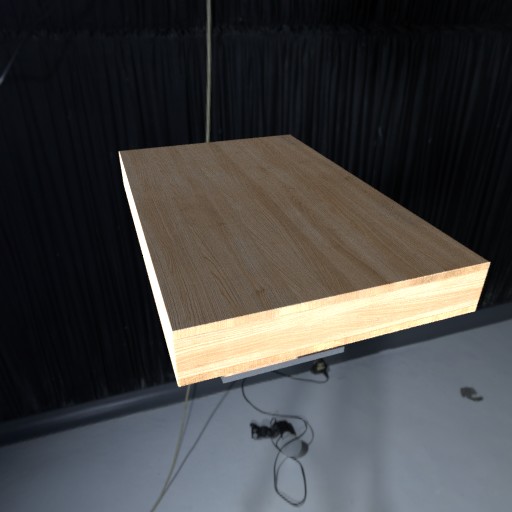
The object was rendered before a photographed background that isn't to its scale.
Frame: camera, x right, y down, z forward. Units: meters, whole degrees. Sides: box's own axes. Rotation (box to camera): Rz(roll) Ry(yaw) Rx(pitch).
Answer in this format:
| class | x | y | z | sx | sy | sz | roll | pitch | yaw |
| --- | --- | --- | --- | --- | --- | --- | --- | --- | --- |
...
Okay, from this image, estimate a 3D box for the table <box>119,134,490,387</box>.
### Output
| class | x | y | z | sx | sy | sz | roll | pitch | yaw |
| --- | --- | --- | --- | --- | --- | --- | --- | --- | --- |
| table | 0.000 | 0.000 | 1.426 | 0.700 | 0.440 | 1.100 | -10 | 32 | -17 |
